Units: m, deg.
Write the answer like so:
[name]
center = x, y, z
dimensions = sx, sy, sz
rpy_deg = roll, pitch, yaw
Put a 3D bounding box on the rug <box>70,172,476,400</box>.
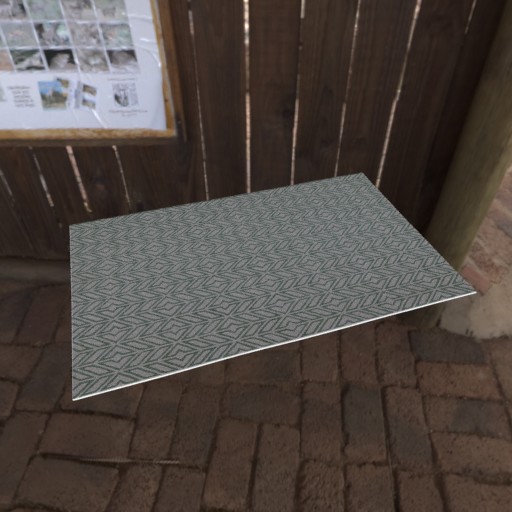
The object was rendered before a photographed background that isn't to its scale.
[rug]
center = 0.000, 0.000, 3.054
dimensions = 2.435, 0.011, 1.517
rpy_deg = -12, 43, -13
